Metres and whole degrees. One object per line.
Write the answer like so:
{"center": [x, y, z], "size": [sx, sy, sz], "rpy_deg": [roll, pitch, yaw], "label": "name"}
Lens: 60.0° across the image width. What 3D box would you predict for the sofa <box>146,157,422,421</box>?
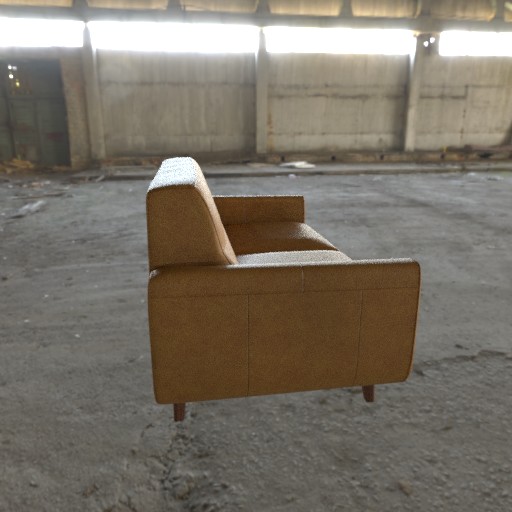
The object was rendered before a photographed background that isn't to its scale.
{"center": [0.000, 0.000, 2.260], "size": [0.952, 0.925, 1.651], "rpy_deg": [-3, 16, -9], "label": "sofa"}
